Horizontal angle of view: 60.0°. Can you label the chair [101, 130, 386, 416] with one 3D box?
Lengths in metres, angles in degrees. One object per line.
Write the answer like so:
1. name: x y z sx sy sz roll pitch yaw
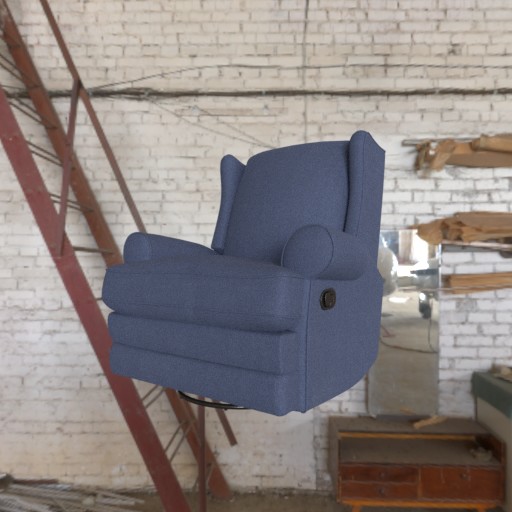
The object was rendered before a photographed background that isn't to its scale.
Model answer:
1. chair: 0.000 0.000 1.763 0.971 1.020 0.877 0 0 37
